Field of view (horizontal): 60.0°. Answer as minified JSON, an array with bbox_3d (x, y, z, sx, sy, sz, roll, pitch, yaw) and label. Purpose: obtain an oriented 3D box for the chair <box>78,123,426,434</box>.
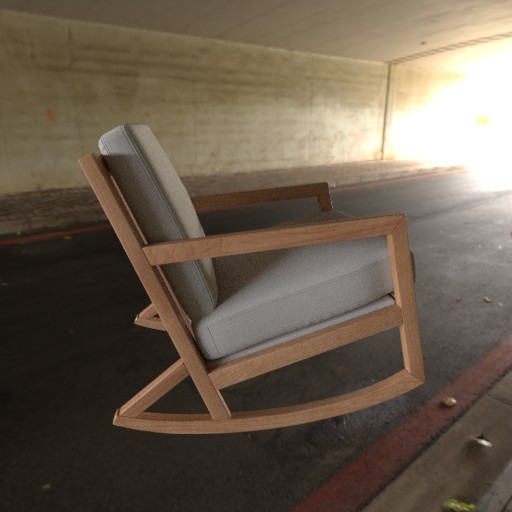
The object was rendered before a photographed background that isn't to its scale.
[{"bbox_3d":[0.000,0.000,1.377,0.857,0.790,0.622,-3,17,-9],"label":"chair"}]
